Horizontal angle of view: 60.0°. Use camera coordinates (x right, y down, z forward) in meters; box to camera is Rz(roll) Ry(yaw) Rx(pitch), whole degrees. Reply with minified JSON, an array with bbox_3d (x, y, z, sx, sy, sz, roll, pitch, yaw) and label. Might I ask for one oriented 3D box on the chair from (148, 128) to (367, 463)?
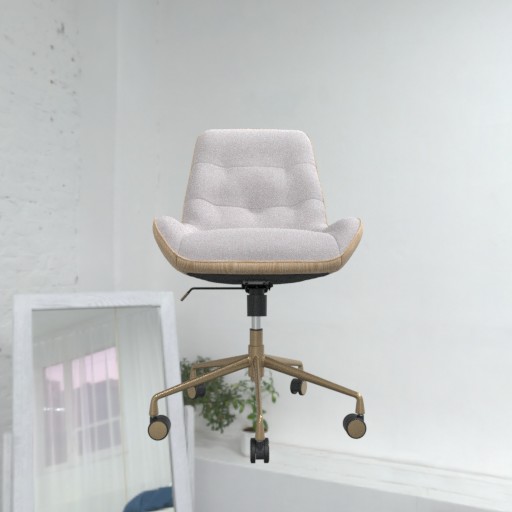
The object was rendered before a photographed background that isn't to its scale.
[{"bbox_3d":[0.000,0.000,1.324,0.564,0.952,0.668,0,-1,-1],"label":"chair"}]
